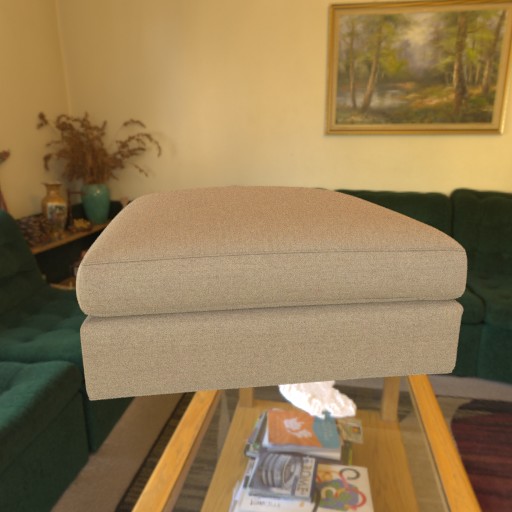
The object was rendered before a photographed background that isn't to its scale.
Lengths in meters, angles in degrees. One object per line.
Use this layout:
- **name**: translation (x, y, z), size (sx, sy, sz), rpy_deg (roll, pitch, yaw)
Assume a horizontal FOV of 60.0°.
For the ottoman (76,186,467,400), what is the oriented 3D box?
- **ottoman**: translation (0.000, 0.000, 1.630), size (1.041, 0.470, 1.041), rpy_deg (-2, 15, -8)
